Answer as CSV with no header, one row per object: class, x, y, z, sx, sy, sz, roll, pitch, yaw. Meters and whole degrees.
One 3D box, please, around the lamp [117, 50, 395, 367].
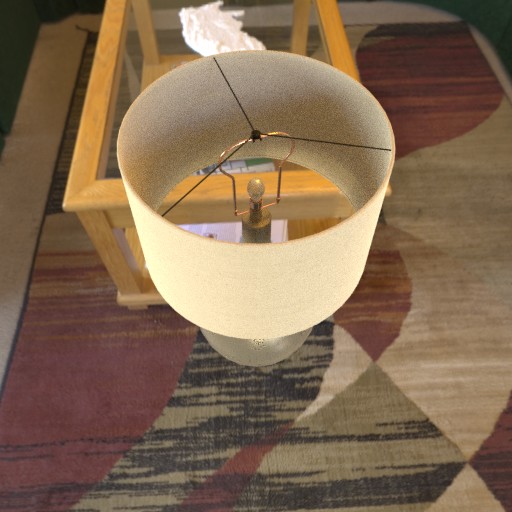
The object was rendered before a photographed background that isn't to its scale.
lamp,0.000,0.000,0.714,0.330,0.521,0.330,0,58,0
